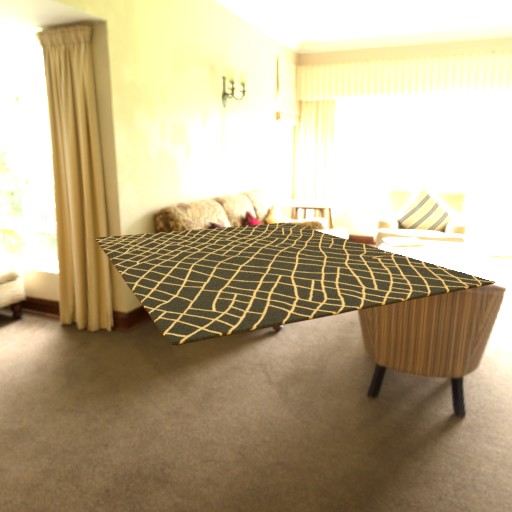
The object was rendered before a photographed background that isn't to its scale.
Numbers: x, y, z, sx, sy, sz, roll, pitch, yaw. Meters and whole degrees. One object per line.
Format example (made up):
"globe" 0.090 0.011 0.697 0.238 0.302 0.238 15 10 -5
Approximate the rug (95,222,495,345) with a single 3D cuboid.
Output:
"rug" 0.000 0.000 4.048 2.439 0.022 3.047 -7 15 -25
